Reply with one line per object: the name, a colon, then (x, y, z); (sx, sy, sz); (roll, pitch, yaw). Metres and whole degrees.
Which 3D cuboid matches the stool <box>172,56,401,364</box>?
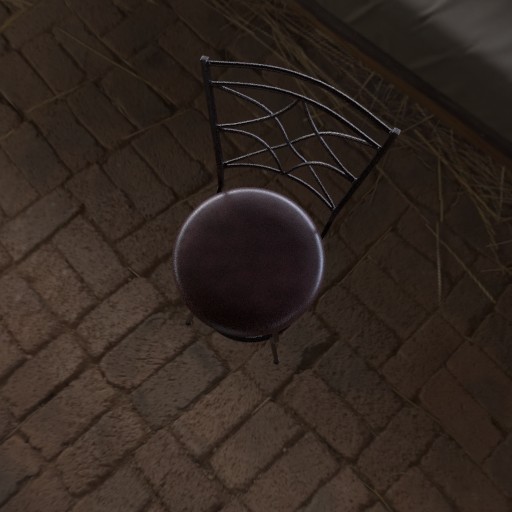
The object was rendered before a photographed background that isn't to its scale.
stool: (0.000, 0.000, 1.388); (0.434, 1.117, 0.534); (23, 77, 6)
